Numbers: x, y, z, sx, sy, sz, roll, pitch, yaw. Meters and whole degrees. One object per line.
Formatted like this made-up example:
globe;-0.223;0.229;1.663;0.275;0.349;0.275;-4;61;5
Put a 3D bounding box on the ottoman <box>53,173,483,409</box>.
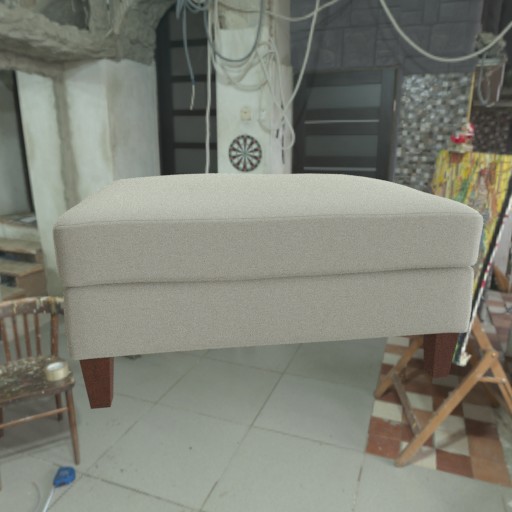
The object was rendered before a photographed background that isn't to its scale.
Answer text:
ottoman;0.000;0.000;1.394;0.976;0.492;0.836;-2;15;-9
